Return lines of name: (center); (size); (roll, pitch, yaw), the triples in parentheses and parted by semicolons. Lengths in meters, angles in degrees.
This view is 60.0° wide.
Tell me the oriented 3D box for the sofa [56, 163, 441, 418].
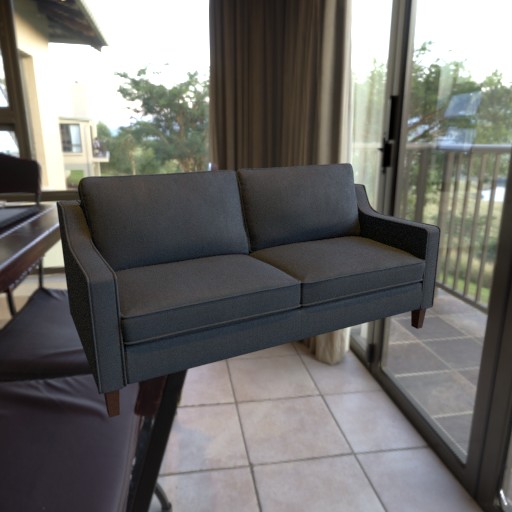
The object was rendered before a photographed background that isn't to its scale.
sofa: (0.000, 0.000, 2.826); (2.178, 1.071, 1.066); (-8, 18, -27)
